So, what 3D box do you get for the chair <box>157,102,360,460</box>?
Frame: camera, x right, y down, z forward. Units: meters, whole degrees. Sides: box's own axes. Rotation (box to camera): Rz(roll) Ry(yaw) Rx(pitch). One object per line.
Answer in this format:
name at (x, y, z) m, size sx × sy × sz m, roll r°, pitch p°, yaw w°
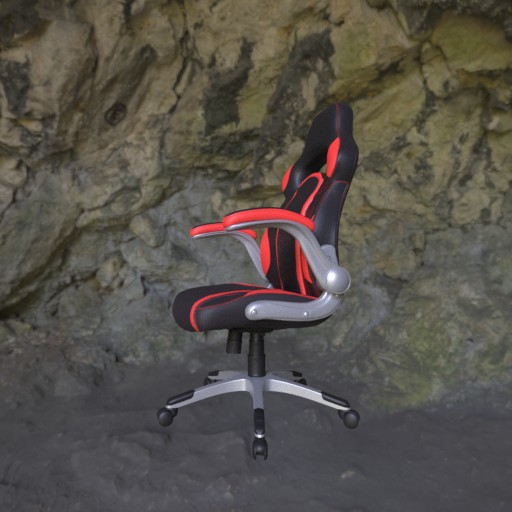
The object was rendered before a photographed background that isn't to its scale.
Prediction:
chair at (0.000, 0.000, 1.630) m, size 0.712 × 1.165 × 0.758 m, roll 0°, pitch 0°, yaw -18°
